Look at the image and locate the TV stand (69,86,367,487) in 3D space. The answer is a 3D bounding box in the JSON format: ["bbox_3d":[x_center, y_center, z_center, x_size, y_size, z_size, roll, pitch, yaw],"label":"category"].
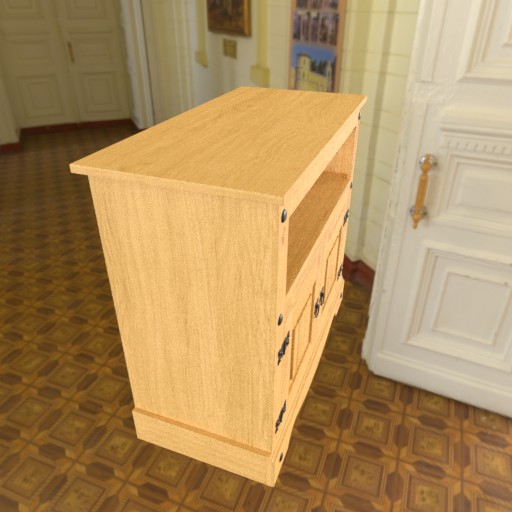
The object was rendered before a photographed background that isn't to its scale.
[{"bbox_3d":[0.000,0.000,1.314,0.430,0.787,0.851,11,33,18],"label":"TV stand"}]
